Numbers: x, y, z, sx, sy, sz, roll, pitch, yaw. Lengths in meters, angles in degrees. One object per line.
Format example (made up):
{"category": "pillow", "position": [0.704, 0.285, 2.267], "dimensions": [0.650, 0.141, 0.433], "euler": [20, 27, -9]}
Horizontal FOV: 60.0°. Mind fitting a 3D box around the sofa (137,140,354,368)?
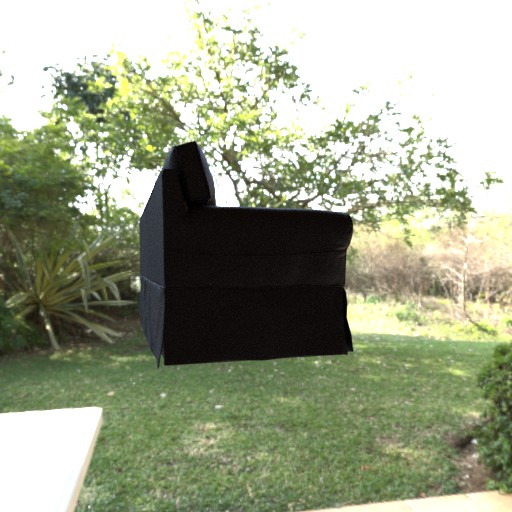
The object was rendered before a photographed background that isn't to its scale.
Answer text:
{"category": "sofa", "position": [0.000, 0.000, 3.298], "dimensions": [1.637, 1.039, 2.518], "euler": [0, -1, -17]}
